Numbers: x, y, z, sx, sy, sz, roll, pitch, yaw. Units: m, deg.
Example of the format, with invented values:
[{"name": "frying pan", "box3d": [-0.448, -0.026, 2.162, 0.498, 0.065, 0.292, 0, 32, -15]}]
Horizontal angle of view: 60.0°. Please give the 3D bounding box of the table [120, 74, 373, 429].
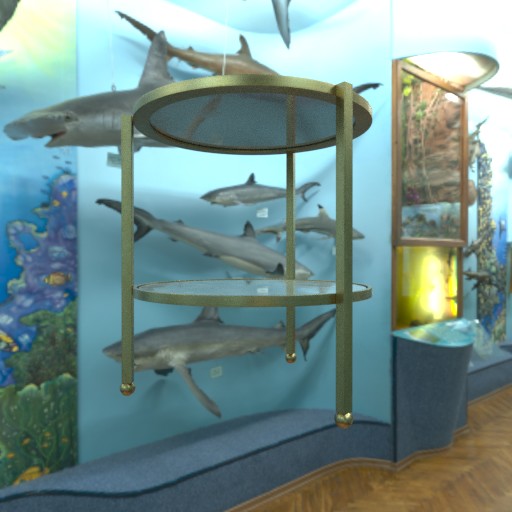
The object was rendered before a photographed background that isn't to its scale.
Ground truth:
[{"name": "table", "box3d": [0.000, 0.000, 0.438, 0.231, 0.269, 0.243, 0, 0, -37]}]
